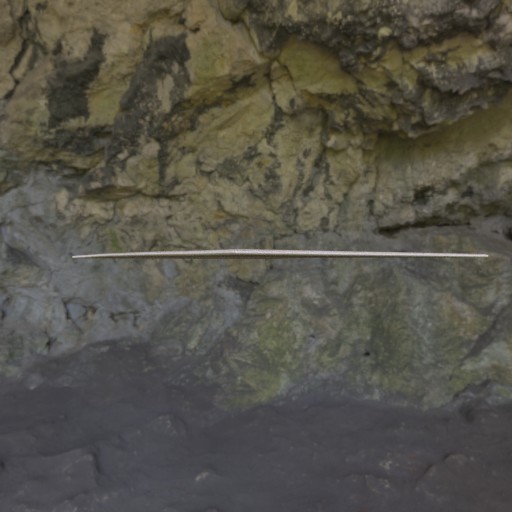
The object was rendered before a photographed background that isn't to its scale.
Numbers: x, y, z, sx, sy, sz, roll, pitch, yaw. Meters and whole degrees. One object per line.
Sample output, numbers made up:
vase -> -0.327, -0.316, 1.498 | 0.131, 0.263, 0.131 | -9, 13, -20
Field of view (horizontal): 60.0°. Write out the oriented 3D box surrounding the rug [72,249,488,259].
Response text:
rug -> 0.000, 0.000, 4.065 | 2.472, 0.035, 3.017 | 1, -1, -36
